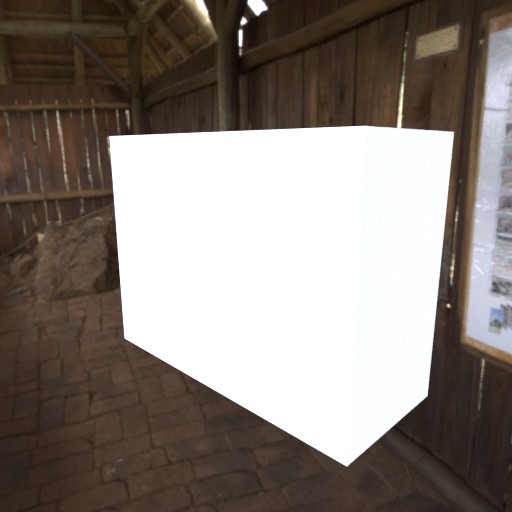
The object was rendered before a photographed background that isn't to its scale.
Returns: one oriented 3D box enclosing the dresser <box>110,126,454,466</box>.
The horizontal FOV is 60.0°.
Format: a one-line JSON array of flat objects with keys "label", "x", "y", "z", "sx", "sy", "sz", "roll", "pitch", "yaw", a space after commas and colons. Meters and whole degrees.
[{"label": "dresser", "x": 0.000, "y": 0.000, "z": 1.550, "sx": 1.100, "sy": 0.820, "sz": 0.460, "roll": 13, "pitch": 19, "yaw": 43}]
